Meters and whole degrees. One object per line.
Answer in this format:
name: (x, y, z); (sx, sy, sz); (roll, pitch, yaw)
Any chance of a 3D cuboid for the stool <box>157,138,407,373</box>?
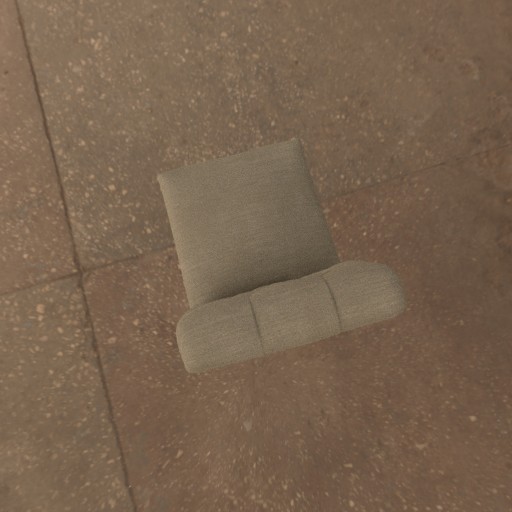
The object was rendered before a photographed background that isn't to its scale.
stool: (0.000, 0.000, 1.447); (0.486, 1.084, 0.660); (-15, 76, -4)
